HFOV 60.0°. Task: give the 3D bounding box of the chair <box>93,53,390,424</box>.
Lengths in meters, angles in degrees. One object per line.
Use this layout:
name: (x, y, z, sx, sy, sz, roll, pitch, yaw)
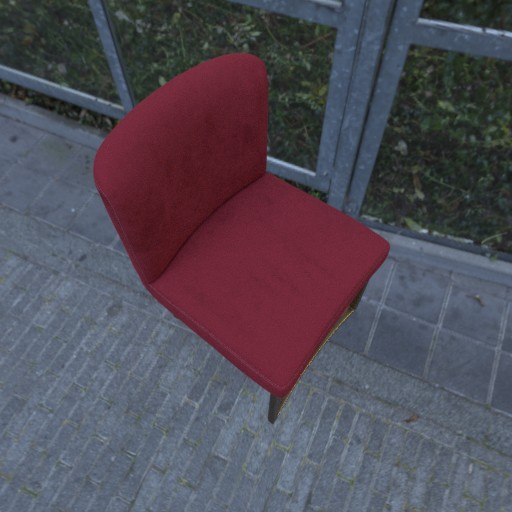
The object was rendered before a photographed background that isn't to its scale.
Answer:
chair: (0.000, 0.000, 1.198, 0.560, 0.824, 0.530, 33, 64, 19)
